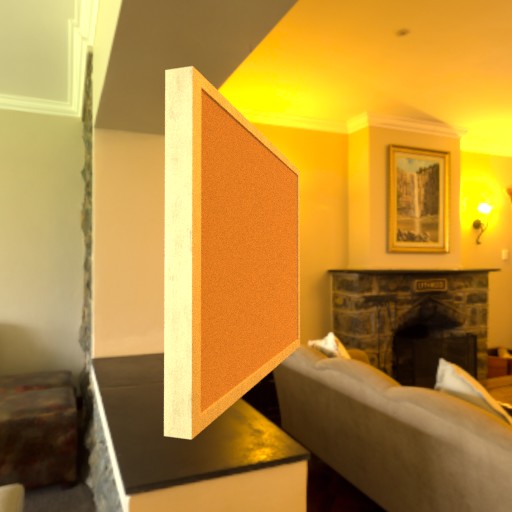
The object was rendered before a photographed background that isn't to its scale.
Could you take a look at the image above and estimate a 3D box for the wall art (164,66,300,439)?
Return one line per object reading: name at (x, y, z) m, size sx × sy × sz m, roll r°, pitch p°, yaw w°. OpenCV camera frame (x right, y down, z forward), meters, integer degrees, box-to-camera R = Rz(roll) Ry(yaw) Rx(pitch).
wall art at (0.000, 0.000, 0.709) m, size 0.032 × 0.380 × 0.532 m, roll 0°, pitch -1°, yaw 17°
